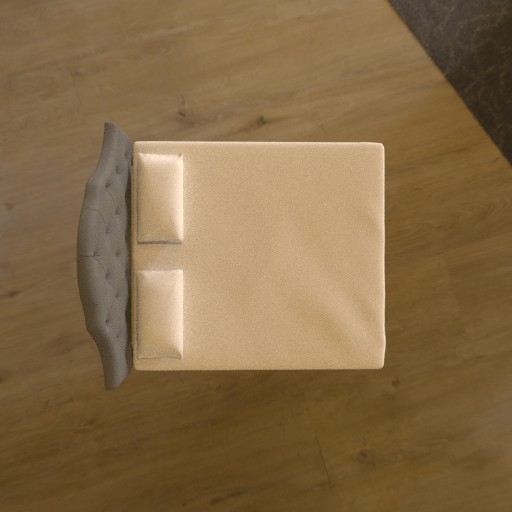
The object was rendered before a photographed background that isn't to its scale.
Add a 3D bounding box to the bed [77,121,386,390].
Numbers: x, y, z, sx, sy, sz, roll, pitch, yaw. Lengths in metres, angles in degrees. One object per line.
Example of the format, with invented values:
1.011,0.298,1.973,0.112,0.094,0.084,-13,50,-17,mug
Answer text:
0.000,0.000,3.507,2.214,1.615,2.008,0,90,-1,bed
